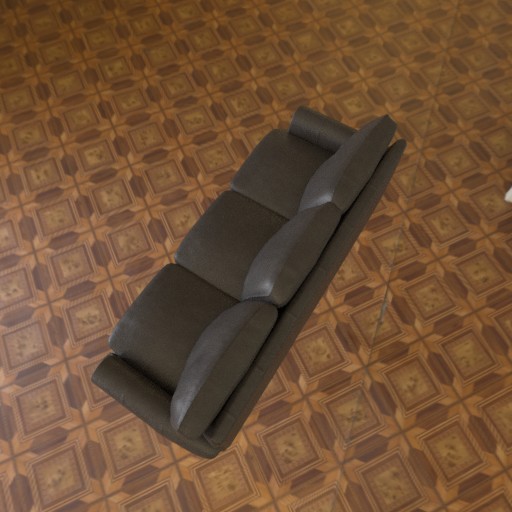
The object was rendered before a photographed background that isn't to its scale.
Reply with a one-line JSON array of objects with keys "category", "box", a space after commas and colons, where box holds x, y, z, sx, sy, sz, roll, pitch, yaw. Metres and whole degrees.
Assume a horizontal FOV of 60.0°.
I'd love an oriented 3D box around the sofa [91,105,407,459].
[{"category": "sofa", "box": [0.000, 0.000, 2.900, 0.974, 0.977, 2.387, 30, 69, 13]}]
